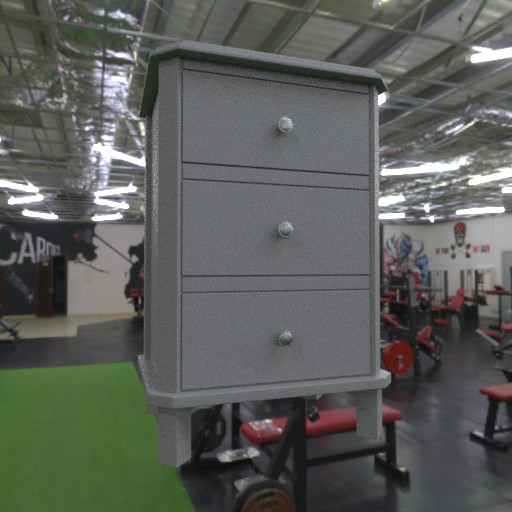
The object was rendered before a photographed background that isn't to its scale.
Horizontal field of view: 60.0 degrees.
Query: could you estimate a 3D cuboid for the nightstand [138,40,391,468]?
[{"bbox_3d":[0.000,0.000,0.910,0.450,0.680,0.350,0,-1,-18],"label":"nightstand"}]
